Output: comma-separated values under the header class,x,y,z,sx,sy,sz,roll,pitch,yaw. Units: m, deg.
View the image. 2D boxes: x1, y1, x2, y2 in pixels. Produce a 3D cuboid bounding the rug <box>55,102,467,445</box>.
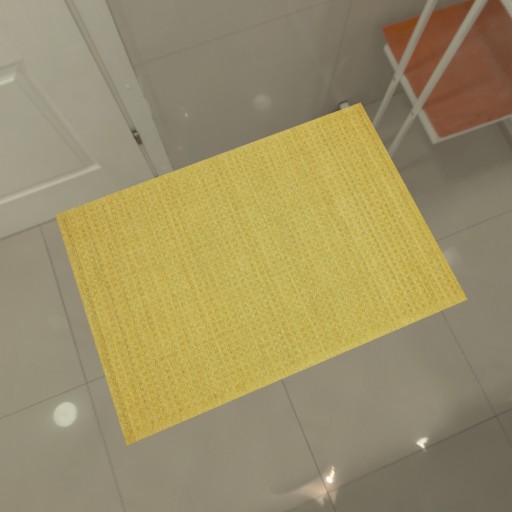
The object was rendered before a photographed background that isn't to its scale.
class,x,y,z,sx,sy,sz,roll,pitch,yaw
rug,0.000,0.000,3.695,2.895,0.006,1.981,-22,76,-6
